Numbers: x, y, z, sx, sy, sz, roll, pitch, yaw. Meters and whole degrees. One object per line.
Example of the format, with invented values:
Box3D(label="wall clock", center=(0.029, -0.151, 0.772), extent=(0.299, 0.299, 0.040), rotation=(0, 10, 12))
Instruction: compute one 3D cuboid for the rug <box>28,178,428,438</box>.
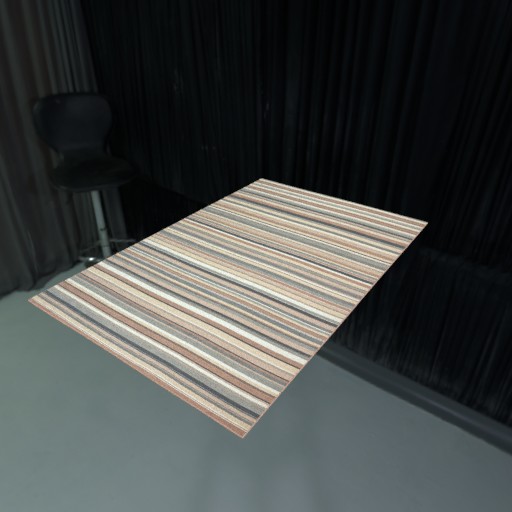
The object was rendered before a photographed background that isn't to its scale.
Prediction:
Box3D(label="rug", center=(0.000, 0.000, 2.320), extent=(1.219, 0.008, 1.829), rotation=(21, 37, 30))
